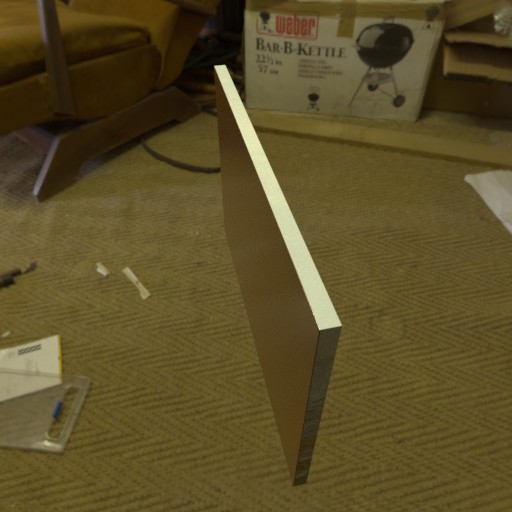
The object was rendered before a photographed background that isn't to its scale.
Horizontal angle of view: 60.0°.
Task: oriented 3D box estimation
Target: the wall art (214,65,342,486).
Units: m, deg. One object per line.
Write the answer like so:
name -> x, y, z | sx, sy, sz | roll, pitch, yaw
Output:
wall art -> 0.000, 0.000, 1.413 | 0.041, 0.762, 1.145 | -9, 45, -9
